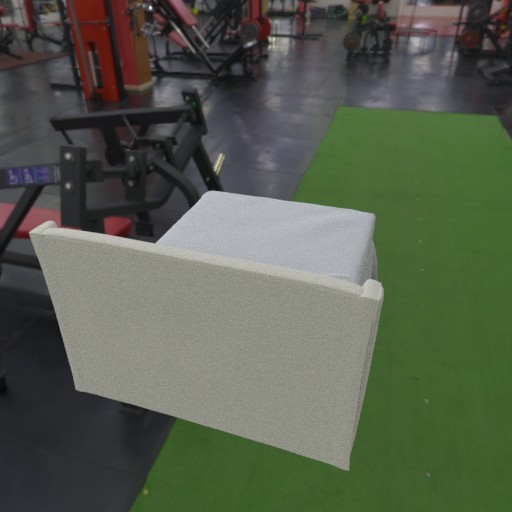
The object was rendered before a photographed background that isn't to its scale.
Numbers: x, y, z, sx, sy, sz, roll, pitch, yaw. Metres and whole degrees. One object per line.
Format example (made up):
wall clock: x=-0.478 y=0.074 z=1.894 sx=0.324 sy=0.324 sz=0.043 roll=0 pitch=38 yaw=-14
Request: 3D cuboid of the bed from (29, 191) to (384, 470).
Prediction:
bed: x=0.000 y=0.000 z=3.424 sx=1.925 sy=1.332 sz=2.276 roll=10 pitch=34 yaw=16
